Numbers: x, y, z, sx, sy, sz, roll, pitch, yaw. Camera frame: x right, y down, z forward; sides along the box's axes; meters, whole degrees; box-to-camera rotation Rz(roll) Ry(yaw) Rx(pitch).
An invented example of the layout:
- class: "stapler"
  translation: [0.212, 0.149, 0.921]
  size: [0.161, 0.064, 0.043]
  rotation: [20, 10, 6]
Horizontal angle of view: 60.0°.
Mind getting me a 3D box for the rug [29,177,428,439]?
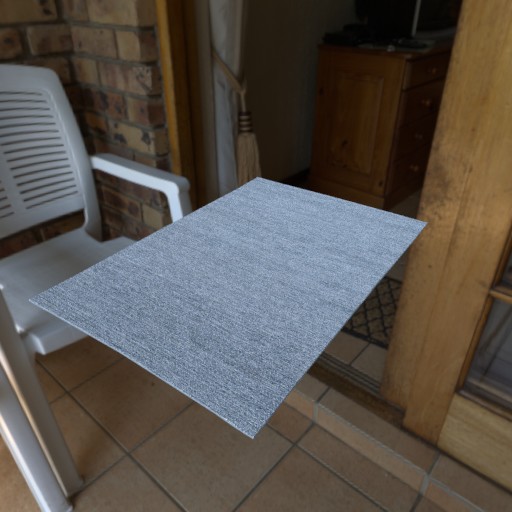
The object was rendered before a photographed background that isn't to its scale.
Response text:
- class: "rug"
  translation: [0.000, 0.000, 3.012]
  size: [1.616, 0.030, 2.338]
  rotation: [21, 37, 29]
